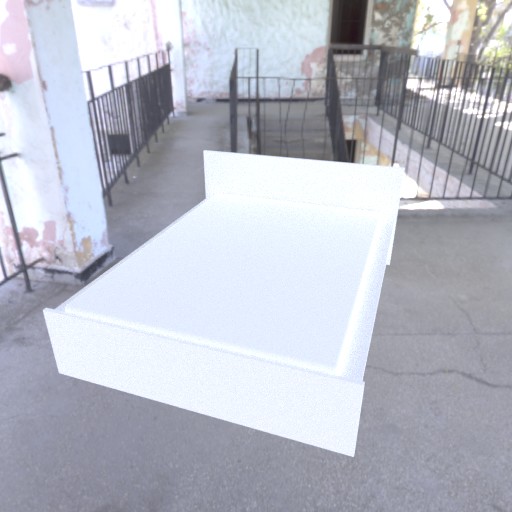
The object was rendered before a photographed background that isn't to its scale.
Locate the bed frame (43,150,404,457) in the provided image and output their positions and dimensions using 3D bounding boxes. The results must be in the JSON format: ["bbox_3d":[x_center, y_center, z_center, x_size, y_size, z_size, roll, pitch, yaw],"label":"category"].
[{"bbox_3d":[0.000,0.000,2.860,1.622,0.800,1.960,9,28,17],"label":"bed frame"}]
